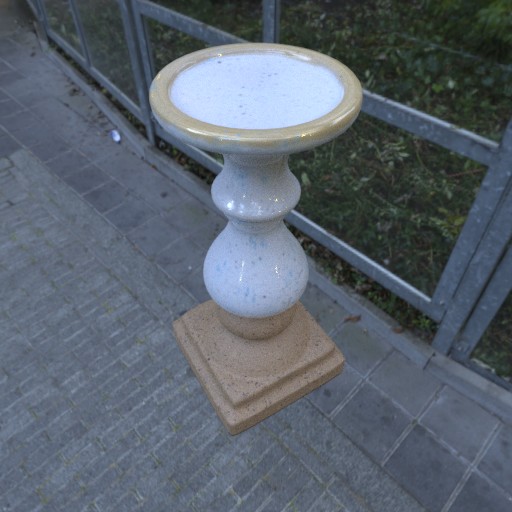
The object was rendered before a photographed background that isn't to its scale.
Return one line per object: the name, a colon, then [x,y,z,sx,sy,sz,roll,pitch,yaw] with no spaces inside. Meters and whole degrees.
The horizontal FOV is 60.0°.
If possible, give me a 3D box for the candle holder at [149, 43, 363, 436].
candle holder: [0.000,0.000,0.297,0.110,0.239,0.110,-23,50,-21]
